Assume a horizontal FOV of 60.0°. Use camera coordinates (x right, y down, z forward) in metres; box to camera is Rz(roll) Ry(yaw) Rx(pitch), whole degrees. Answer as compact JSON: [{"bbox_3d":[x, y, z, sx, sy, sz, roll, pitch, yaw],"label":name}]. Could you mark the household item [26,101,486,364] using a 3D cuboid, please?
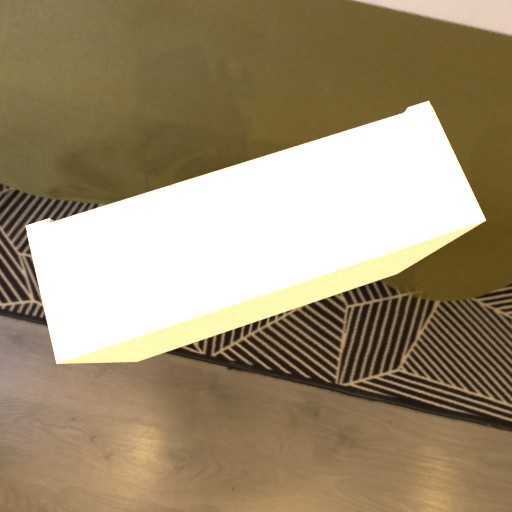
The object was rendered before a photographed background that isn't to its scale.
[{"bbox_3d":[0.000,0.000,1.736,1.300,0.867,0.420,-18,78,-4],"label":"household item"}]
